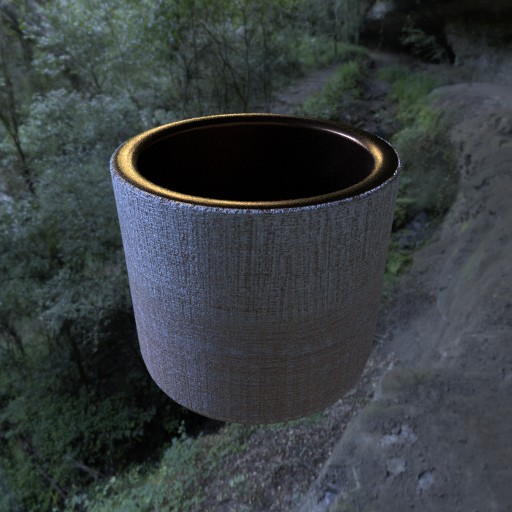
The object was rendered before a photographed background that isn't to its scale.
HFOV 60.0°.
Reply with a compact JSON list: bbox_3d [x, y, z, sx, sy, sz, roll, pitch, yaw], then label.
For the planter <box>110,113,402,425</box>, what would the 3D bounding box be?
[{"bbox_3d":[0.000,0.000,0.192,0.109,0.096,0.109,0,32,0],"label":"planter"}]
